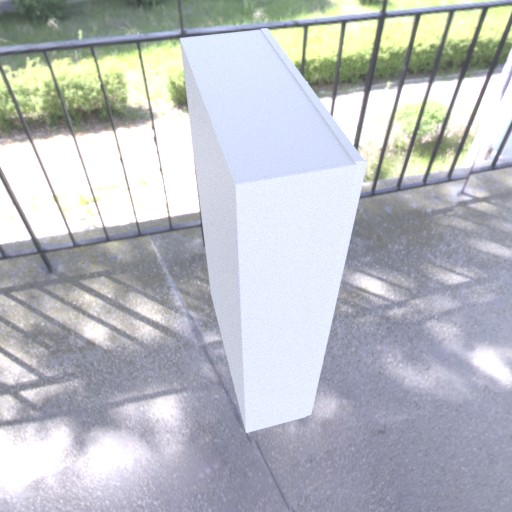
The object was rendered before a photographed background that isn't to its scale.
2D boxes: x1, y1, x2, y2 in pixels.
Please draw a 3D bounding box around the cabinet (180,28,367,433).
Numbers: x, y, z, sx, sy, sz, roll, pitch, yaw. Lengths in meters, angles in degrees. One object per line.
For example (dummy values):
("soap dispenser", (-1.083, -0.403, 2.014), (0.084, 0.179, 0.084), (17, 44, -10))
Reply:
("cabinet", (0.000, 0.000, 2.712), (0.480, 2.160, 1.250), (-11, 48, -10))
